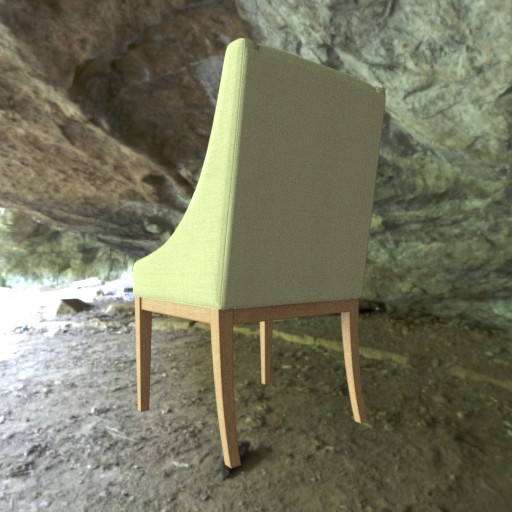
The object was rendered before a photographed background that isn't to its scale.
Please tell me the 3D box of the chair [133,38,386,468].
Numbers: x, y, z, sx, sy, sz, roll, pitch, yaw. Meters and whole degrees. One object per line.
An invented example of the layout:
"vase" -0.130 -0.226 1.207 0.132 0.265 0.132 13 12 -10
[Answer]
"chair" 0.000 0.000 1.404 0.575 1.021 0.611 0 0 -37
